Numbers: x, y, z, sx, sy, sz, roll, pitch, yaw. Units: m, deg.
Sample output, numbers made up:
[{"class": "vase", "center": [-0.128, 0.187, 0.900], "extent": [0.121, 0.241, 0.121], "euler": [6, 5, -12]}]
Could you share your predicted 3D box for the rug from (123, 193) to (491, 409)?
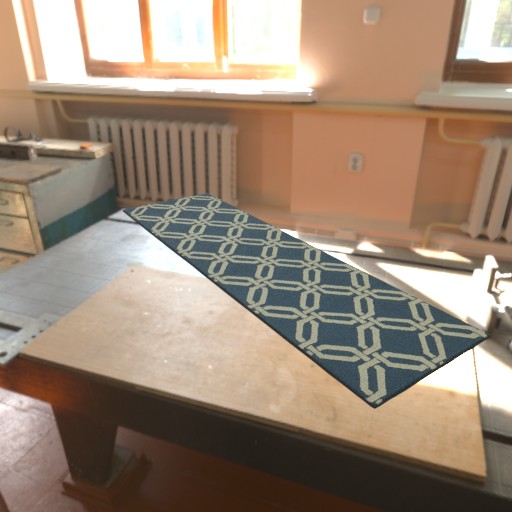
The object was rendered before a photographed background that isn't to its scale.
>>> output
[{"class": "rug", "center": [0.000, 0.000, 2.419], "extent": [0.678, 0.014, 2.276], "euler": [-17, 30, -31]}]
